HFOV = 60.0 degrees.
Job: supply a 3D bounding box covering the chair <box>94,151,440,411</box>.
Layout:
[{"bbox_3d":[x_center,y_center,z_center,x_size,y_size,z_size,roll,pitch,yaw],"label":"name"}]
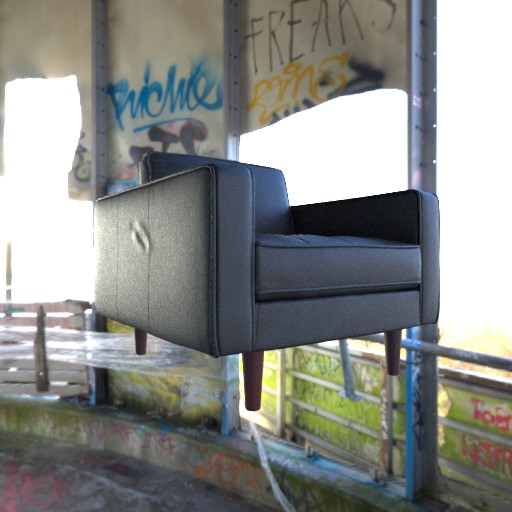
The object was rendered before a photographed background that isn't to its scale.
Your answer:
[{"bbox_3d":[0.000,0.000,1.561,0.889,0.763,0.914,0,0,-36],"label":"chair"}]
